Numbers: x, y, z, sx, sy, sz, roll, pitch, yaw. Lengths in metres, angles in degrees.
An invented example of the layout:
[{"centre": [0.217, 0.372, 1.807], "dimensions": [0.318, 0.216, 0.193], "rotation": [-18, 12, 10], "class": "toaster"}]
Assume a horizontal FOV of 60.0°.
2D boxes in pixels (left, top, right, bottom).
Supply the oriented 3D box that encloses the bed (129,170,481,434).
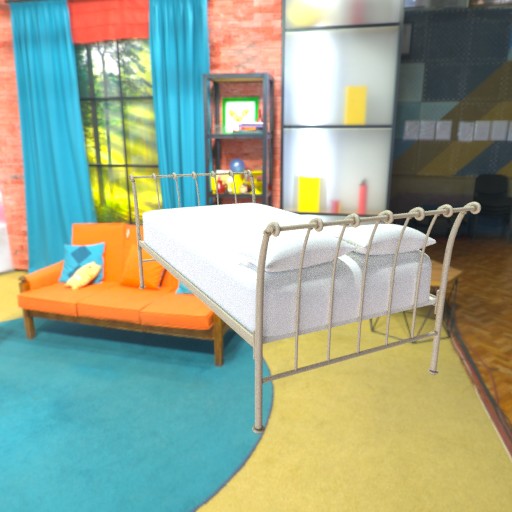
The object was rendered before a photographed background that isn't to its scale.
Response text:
[{"centre": [0.000, 0.000, 2.714], "dimensions": [1.032, 0.873, 2.228], "rotation": [-8, 17, -26], "class": "bed"}]
